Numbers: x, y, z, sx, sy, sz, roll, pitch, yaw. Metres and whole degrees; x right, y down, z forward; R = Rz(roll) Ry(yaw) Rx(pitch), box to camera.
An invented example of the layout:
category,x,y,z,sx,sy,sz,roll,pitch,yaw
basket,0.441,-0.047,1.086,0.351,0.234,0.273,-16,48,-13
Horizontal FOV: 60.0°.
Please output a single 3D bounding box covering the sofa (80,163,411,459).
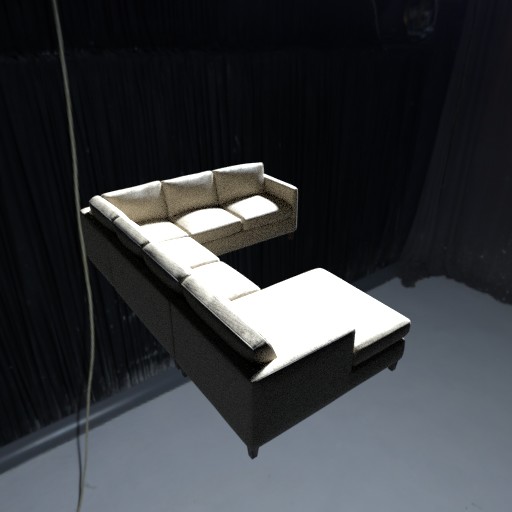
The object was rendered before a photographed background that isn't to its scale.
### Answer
category,x,y,z,sx,sy,sz,roll,pitch,yaw
sofa,0.000,0.000,4.646,2.593,0.959,3.460,-19,33,-31
